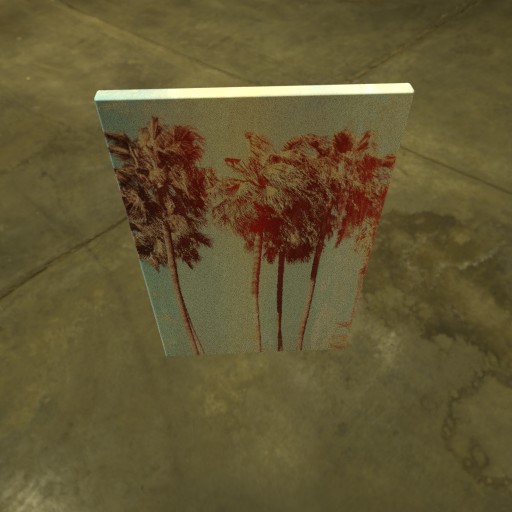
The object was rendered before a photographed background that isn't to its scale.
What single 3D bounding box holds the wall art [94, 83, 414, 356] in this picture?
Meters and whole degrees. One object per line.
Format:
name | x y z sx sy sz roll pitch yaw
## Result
wall art | 0.000 0.000 1.175 0.605 0.915 0.037 -2 47 -2
